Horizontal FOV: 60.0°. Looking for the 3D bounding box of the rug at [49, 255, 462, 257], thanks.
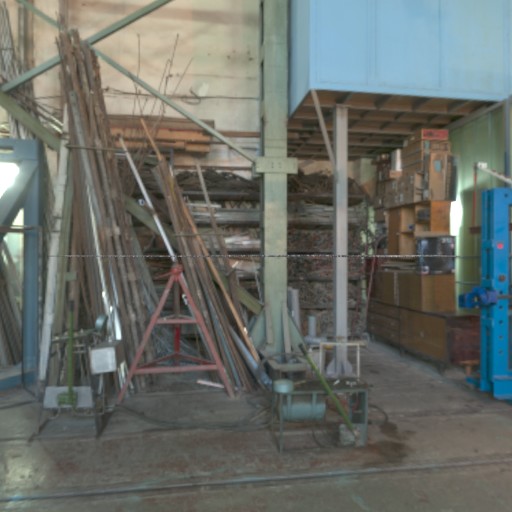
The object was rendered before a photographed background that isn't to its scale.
[{"bbox_3d":[0.000,0.000,5.362,4.093,0.020,2.997,0,0,36],"label":"rug"}]
